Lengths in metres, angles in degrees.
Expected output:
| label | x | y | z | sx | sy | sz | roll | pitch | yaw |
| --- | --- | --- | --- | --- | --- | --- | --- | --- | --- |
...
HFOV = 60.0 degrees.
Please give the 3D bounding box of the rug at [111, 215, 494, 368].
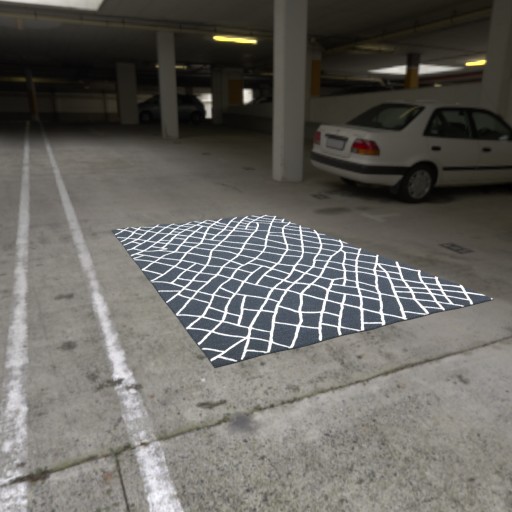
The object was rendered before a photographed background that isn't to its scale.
| label | x | y | z | sx | sy | sz | roll | pitch | yaw |
| --- | --- | --- | --- | --- | --- | --- | --- | --- | --- |
| rug | 0.000 | 0.000 | 3.005 | 1.529 | 0.017 | 2.448 | -8 | 18 | -25 |
